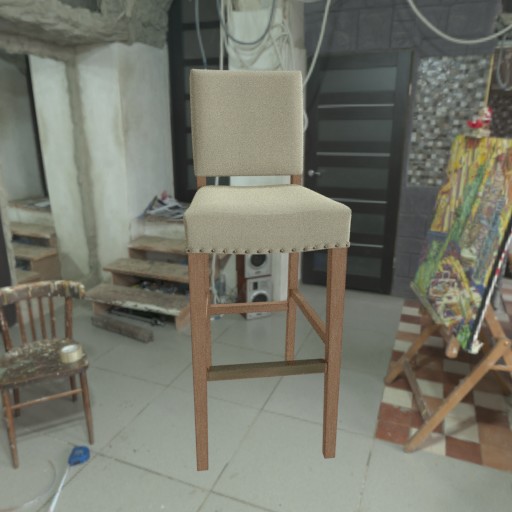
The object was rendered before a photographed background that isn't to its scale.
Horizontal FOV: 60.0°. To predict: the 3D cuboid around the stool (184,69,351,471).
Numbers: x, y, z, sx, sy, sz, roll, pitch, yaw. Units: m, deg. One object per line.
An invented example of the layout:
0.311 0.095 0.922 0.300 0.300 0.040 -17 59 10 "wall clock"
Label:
0.000 0.000 1.408 0.428 1.143 0.546 -2 17 -7 "stool"
